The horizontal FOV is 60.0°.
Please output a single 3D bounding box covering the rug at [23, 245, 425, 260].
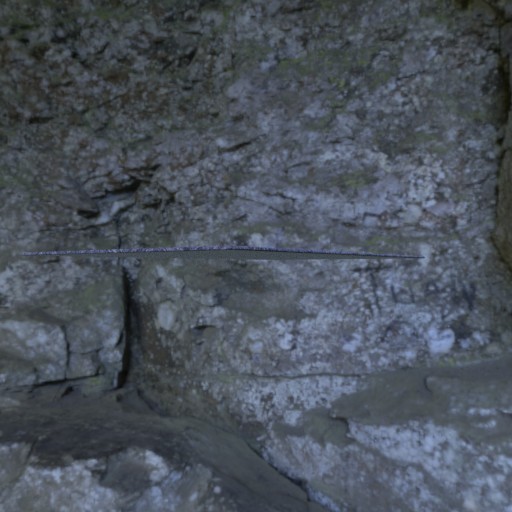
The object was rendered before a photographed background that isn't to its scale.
[{"bbox_3d":[0.000,0.000,2.214,1.158,0.013,1.752,-1,-2,37],"label":"rug"}]
